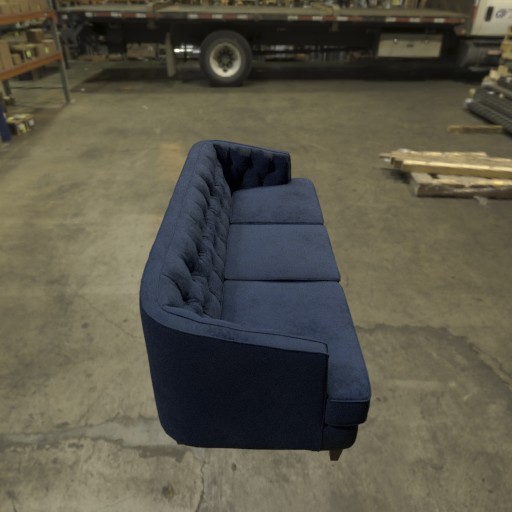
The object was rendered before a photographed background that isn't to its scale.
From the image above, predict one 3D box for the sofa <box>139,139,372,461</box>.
[{"bbox_3d":[0.000,0.000,2.688,0.941,0.855,2.278,0,32,0],"label":"sofa"}]
